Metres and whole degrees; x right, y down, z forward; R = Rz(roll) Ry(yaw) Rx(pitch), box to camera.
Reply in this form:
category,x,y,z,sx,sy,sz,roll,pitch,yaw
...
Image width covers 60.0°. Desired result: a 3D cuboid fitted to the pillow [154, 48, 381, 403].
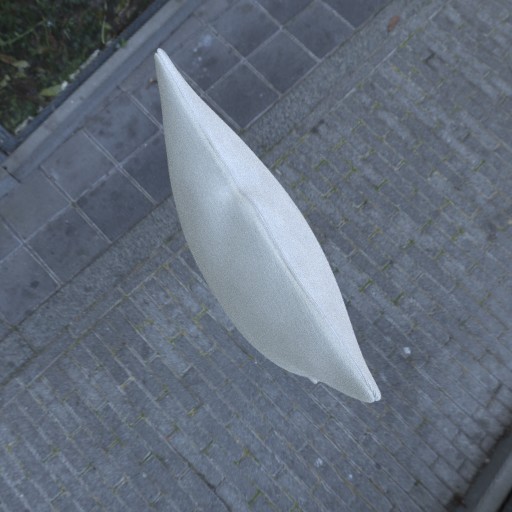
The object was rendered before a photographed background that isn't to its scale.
category,x,y,z,sx,sy,sz,roll,pitch,yaw
pillow,0.000,0.000,0.649,0.162,0.420,0.437,-30,78,-7
